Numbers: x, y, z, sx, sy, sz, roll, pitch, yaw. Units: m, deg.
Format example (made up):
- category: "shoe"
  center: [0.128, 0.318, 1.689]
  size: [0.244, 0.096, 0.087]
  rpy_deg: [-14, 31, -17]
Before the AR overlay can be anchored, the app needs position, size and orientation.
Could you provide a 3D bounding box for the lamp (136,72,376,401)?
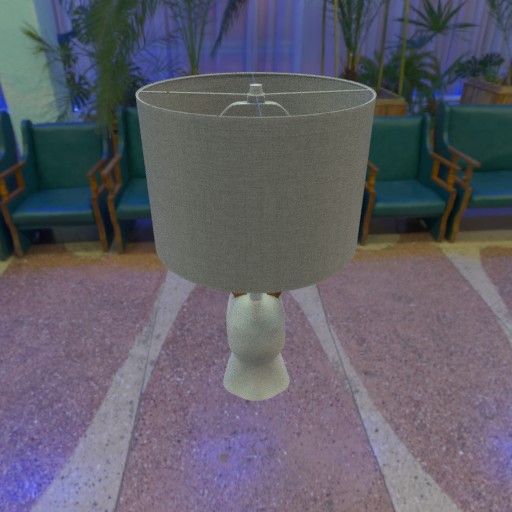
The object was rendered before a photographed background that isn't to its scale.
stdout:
- category: "lamp"
  center: [0.000, 0.000, 0.689]
  size: [0.298, 0.503, 0.298]
  rpy_deg: [-1, 30, -2]
